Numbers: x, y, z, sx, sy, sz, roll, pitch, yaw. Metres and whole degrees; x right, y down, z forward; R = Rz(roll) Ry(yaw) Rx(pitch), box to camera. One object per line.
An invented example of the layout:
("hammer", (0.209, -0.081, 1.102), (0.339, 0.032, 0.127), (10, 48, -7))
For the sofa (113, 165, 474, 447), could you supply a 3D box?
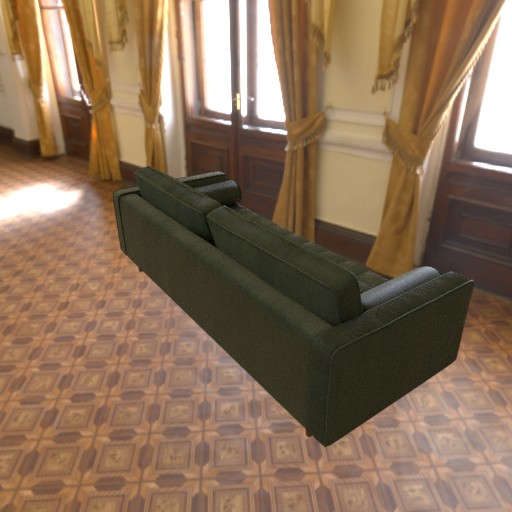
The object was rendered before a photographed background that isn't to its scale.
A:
("sofa", (0.000, 0.000, 2.636), (0.918, 0.769, 2.199), (-18, 32, -32))
